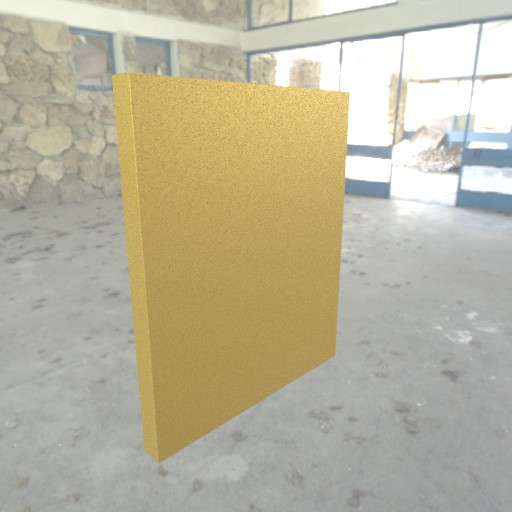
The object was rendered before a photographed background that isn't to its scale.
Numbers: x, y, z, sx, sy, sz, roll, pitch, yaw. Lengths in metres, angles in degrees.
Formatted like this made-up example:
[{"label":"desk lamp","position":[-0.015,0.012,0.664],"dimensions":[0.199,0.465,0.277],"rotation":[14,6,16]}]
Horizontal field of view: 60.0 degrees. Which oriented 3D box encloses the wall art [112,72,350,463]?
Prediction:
[{"label":"wall art","position":[0.000,0.000,0.890],"dimensions":[0.048,0.642,0.537],"rotation":[16,23,42]}]
